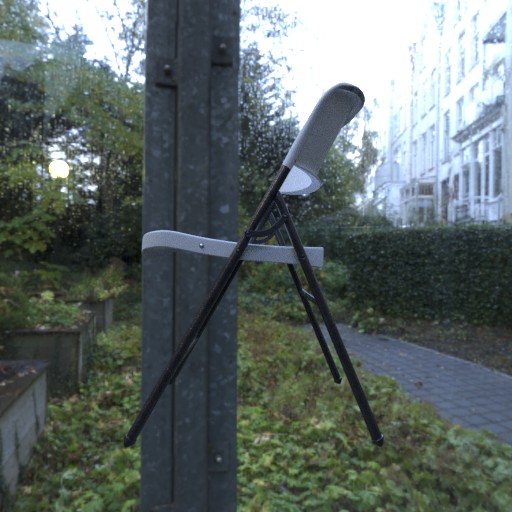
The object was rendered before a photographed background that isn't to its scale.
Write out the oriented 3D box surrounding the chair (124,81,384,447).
[{"bbox_3d":[0.000,0.000,1.182,0.566,0.810,0.494,0,0,0],"label":"chair"}]
